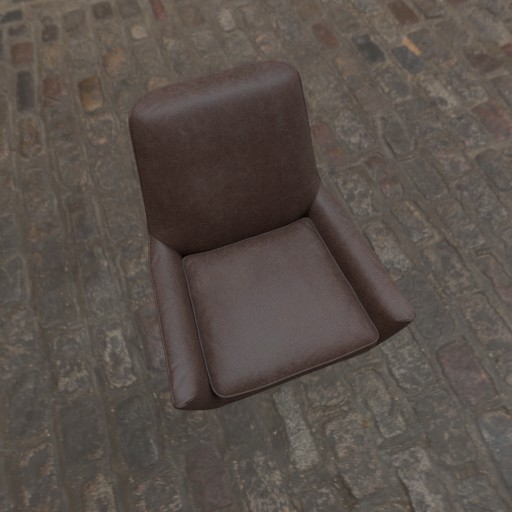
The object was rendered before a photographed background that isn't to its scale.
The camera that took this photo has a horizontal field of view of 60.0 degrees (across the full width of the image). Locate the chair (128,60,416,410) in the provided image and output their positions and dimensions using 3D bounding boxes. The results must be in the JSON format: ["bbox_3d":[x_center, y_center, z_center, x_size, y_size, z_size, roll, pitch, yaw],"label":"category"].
[{"bbox_3d":[0.000,0.000,1.507,0.787,0.888,0.824,-19,66,-9],"label":"chair"}]
